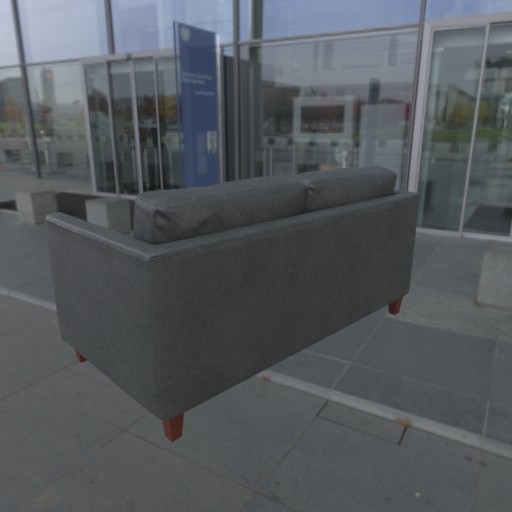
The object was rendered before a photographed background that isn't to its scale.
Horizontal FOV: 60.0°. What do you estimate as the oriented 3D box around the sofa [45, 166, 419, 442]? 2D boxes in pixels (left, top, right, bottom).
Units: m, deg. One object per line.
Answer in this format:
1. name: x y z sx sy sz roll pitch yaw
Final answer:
1. sofa: 0.000 0.000 2.431 1.883 0.933 0.951 -16 23 -42
